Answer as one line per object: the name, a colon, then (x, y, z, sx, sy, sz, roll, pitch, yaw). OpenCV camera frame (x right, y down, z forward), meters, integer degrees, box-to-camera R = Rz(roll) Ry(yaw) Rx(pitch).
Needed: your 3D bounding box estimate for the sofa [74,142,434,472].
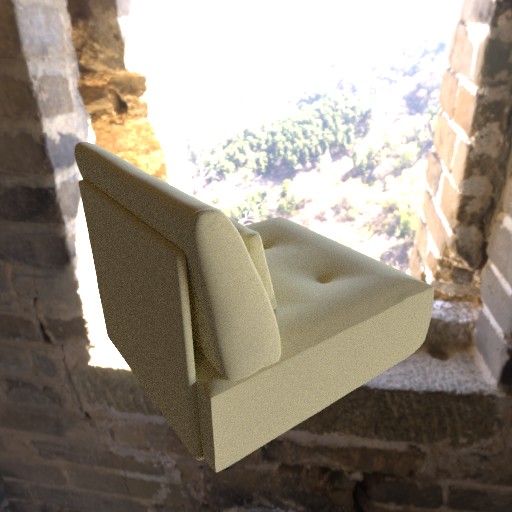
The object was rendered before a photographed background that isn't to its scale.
sofa: (0.000, 0.000, 1.675, 1.000, 0.820, 0.930, -18, 31, -32)
